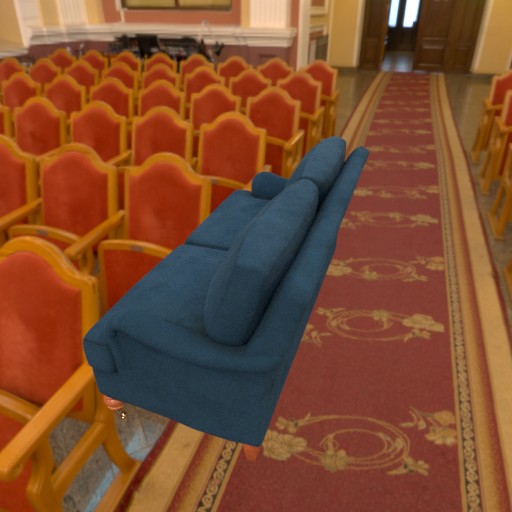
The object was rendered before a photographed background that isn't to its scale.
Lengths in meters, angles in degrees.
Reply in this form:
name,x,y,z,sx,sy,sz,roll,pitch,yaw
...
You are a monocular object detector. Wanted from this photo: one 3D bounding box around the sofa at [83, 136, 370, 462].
name,x,y,z,sx,sy,sz,roll,pitch,yaw
sofa,0.000,0.000,2.782,1.084,1.101,2.141,9,31,16
